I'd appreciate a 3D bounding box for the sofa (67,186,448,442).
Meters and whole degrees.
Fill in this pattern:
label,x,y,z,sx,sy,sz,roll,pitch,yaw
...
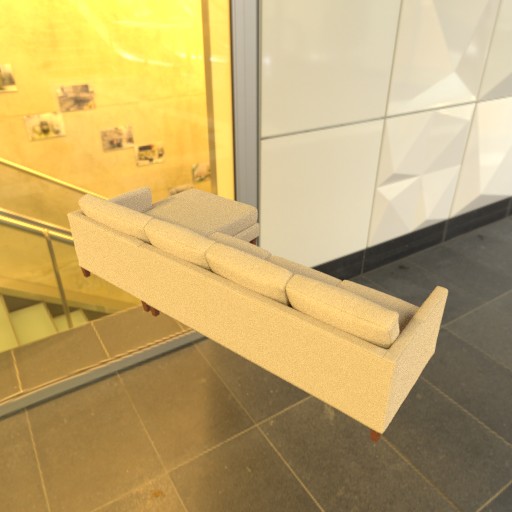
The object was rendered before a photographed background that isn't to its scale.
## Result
label,x,y,z,sx,sy,sz,roll,pitch,yaw
sofa,0.000,0.000,3.900,3.186,0.861,1.625,21,36,32
